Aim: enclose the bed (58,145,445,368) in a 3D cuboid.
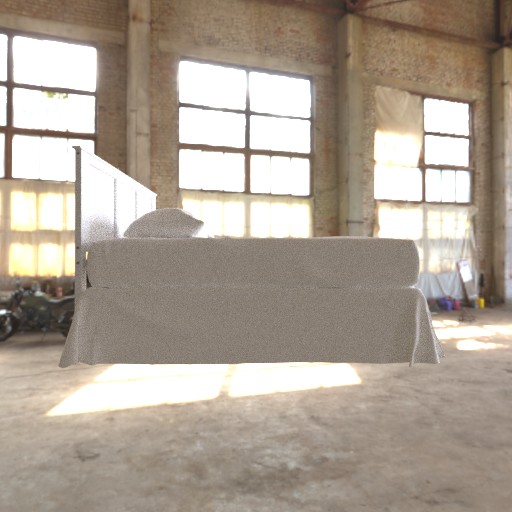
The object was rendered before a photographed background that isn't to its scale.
[{"bbox_3d":[0.000,0.000,3.597,2.215,1.273,2.317,0,0,0],"label":"bed"}]
